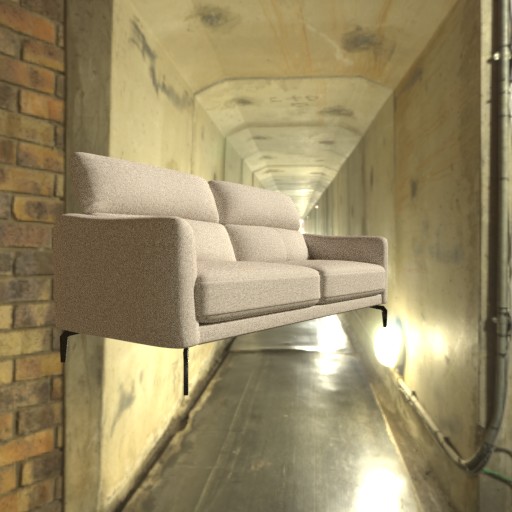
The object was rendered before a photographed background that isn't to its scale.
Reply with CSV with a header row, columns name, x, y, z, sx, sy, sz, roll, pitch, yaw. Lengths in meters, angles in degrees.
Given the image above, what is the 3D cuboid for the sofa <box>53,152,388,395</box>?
name,x,y,z,sx,sy,sz,roll,pitch,yaw
sofa,0.000,0.000,2.486,0.856,0.956,2.015,0,0,37
